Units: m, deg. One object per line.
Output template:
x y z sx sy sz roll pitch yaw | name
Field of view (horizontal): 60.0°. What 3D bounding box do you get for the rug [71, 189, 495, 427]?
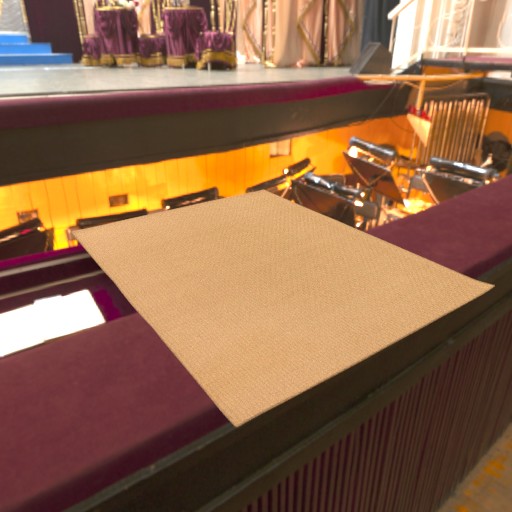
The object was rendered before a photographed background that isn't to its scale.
0.000 0.000 3.742 2.277 0.035 2.897 -17 31 -31 | rug
